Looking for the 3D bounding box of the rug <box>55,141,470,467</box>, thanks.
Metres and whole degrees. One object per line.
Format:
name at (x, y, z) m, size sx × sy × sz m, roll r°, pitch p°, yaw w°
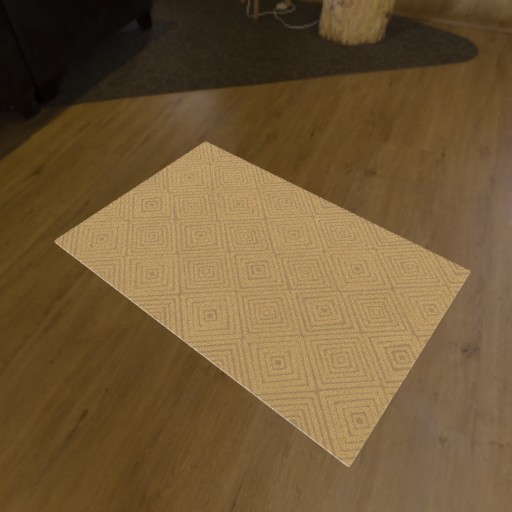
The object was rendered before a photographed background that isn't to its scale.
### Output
rug at (0.000, 0.000, 2.218) m, size 1.753 × 0.008 × 1.143 m, roll 31°, pitch 55°, yaw 25°
